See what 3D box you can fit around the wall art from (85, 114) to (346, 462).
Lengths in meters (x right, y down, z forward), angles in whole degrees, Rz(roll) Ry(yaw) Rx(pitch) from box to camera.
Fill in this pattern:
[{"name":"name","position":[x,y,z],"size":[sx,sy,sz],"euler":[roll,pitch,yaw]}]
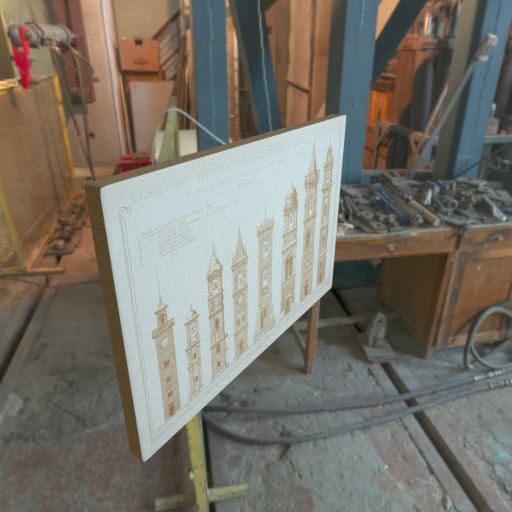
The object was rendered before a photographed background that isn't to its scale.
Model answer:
[{"name":"wall art","position":[0.000,0.000,0.484],"size":[0.019,0.254,0.380],"euler":[17,30,31]}]
